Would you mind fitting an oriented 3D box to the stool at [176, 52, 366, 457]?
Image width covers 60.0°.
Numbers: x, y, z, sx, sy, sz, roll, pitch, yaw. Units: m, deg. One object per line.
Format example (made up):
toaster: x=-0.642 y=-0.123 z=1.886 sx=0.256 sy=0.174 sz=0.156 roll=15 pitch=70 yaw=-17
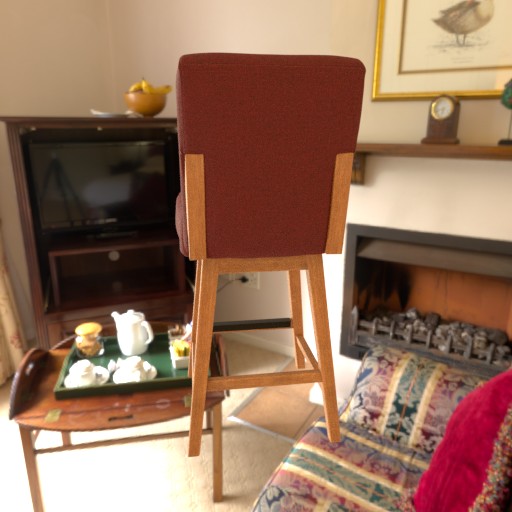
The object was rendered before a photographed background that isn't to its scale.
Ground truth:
stool: x=0.000 y=0.000 z=1.324 sx=0.468 sy=1.038 sz=0.562 roll=-2 pitch=16 yaw=-8
